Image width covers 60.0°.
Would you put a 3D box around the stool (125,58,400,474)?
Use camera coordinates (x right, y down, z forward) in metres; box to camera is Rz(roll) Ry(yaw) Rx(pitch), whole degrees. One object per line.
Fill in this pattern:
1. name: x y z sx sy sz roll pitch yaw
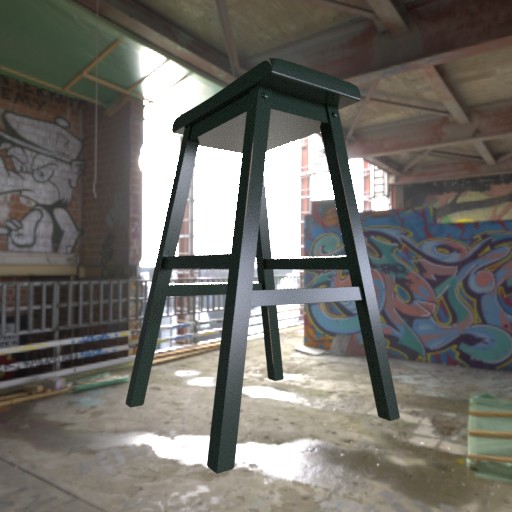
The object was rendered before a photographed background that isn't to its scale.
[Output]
1. stool: 0.000 0.000 1.063 0.476 0.737 0.457 1 -2 -35
